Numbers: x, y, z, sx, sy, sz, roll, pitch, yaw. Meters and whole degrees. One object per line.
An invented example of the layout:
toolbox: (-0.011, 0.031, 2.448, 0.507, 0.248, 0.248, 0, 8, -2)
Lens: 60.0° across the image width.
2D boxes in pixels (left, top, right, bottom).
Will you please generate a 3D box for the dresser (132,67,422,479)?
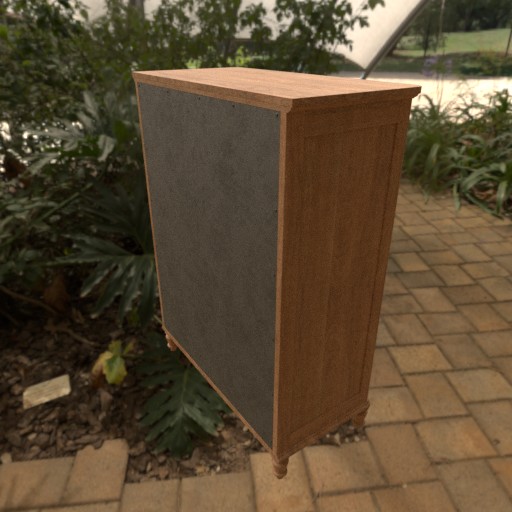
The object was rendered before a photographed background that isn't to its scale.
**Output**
dresser: (0.000, 0.000, 1.761, 0.484, 1.318, 0.973, -17, 31, -31)
